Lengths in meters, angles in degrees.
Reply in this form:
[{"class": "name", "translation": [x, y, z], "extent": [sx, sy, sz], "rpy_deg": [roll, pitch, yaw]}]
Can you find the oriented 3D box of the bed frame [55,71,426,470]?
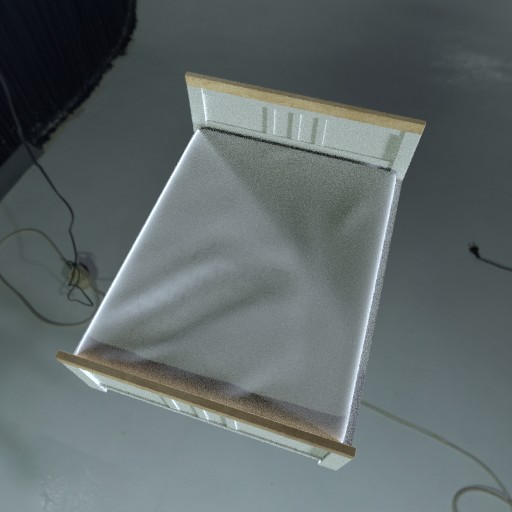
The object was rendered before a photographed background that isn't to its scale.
[{"class": "bed frame", "translation": [0.000, 0.000, 2.912], "extent": [1.670, 0.980, 2.050], "rpy_deg": [15, 60, 9]}]
